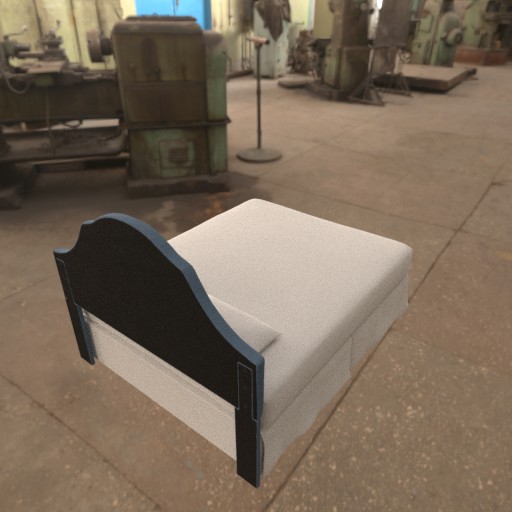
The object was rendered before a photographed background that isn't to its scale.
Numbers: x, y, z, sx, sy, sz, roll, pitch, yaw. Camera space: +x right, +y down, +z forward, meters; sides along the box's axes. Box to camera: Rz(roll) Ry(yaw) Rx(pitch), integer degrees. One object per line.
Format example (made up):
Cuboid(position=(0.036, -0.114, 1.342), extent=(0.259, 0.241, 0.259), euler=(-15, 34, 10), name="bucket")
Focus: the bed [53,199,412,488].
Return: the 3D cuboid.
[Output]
Cuboid(position=(0.000, 0.000, 3.785), extent=(2.039, 1.617, 2.477), euler=(22, 37, 32), name="bed")
